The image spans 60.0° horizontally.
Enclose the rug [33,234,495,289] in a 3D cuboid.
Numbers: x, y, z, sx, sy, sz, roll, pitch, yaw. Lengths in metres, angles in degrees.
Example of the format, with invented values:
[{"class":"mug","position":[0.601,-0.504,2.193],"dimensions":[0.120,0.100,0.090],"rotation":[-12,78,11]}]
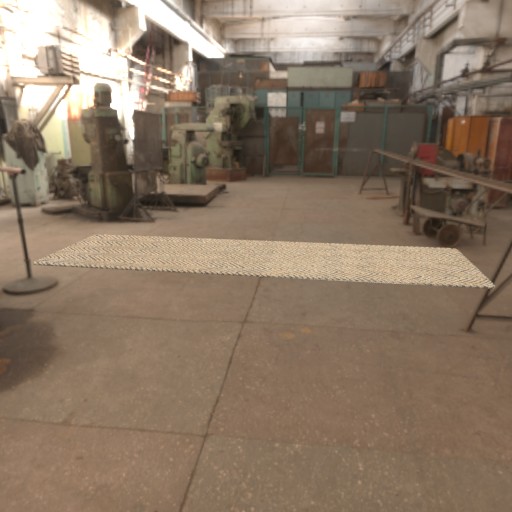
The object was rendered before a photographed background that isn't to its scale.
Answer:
[{"class":"rug","position":[0.000,0.000,2.471],"dimensions":[2.286,0.008,0.686],"rotation":[3,16,9]}]
